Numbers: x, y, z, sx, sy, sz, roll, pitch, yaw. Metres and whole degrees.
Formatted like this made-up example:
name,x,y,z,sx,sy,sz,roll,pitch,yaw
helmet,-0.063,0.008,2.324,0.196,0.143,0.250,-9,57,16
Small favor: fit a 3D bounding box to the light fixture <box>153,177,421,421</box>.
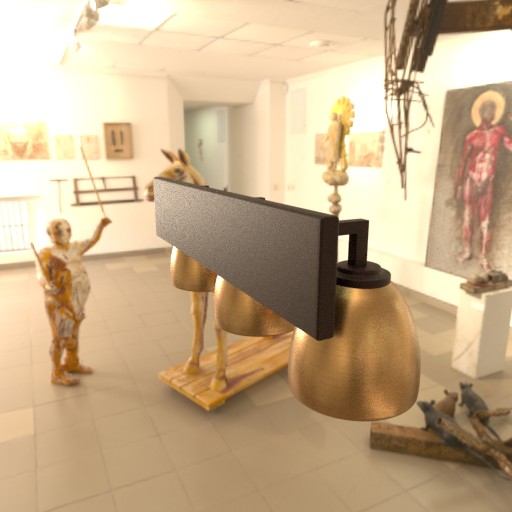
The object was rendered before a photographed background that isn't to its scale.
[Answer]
name,x,y,z,sx,sy,sz,roll,pitch,yaw
light fixture,0.000,0.000,0.661,0.157,0.204,0.582,-7,16,-26
